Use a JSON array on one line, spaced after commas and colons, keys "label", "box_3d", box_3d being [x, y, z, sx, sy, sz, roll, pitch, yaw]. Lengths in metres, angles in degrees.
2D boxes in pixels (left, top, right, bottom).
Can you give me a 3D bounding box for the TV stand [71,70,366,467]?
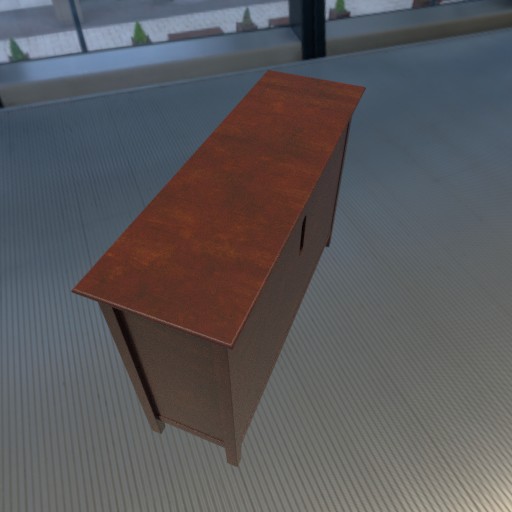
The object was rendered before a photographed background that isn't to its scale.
[{"label": "TV stand", "box_3d": [0.000, 0.000, 1.820, 0.445, 0.915, 1.372, 16, 49, 15]}]
